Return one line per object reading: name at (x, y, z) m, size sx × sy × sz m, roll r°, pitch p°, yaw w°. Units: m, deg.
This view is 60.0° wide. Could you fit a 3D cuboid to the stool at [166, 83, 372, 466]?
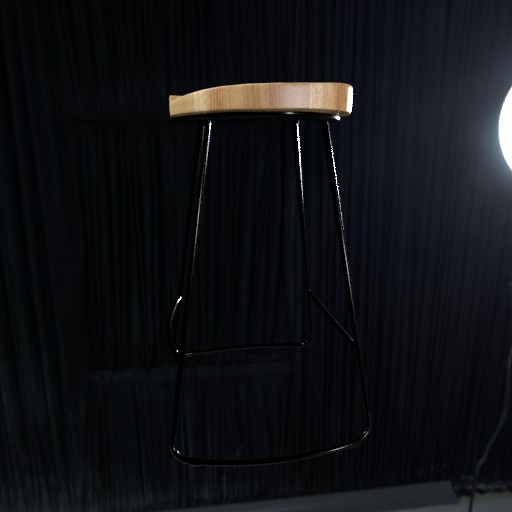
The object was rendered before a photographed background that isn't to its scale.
stool at (0.000, 0.000, 0.966) m, size 0.401 × 0.679 × 0.480 m, roll -3°, pitch 15°, yaw -10°
